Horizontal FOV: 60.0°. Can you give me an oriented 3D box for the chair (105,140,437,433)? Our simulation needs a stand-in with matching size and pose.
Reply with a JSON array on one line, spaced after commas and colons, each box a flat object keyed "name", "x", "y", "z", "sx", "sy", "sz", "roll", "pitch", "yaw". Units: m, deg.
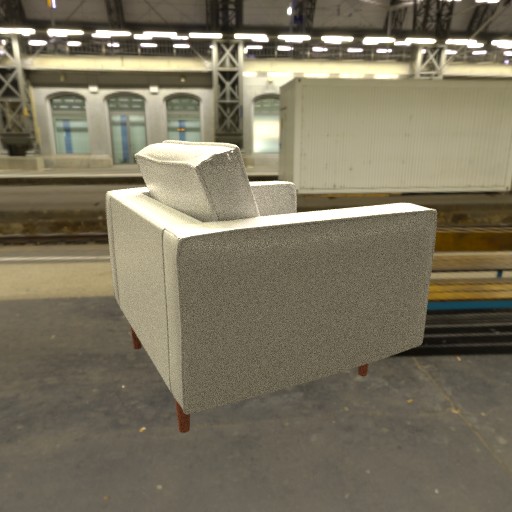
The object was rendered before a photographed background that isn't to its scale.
[{"name": "chair", "x": 0.000, "y": 0.000, "z": 1.535, "sx": 0.843, "sy": 0.773, "sz": 0.928, "roll": -8, "pitch": 17, "yaw": -27}]
